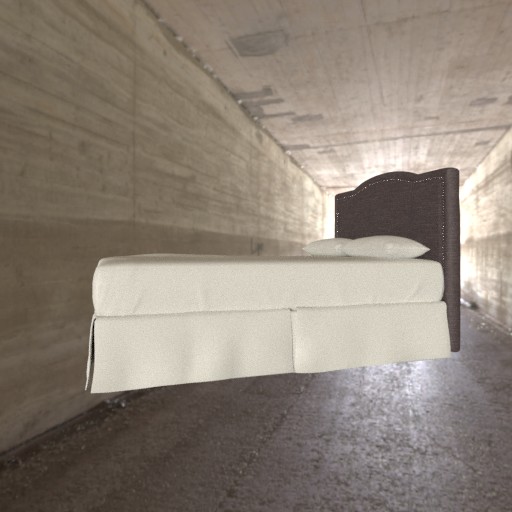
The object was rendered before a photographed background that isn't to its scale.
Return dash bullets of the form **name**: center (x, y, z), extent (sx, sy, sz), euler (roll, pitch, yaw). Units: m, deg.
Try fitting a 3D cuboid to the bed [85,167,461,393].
- **bed**: center (0.000, 0.000, 3.533), extent (2.507, 1.441, 1.741), euler (0, 1, -18)
